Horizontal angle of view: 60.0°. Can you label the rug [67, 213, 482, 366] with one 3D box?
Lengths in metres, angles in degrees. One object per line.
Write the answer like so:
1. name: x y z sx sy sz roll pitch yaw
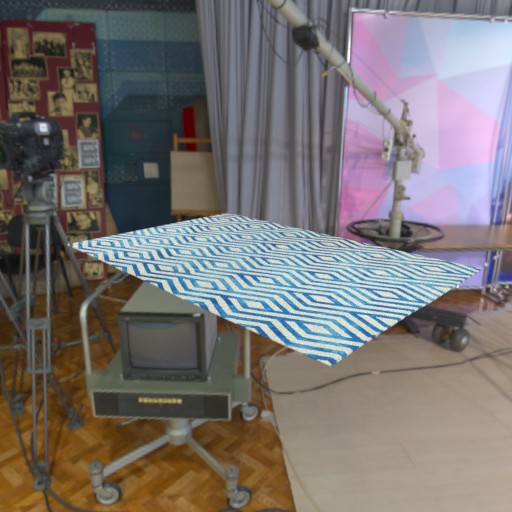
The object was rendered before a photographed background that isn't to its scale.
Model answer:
1. rug: 0.000 0.000 2.323 1.830 0.008 1.225 17 24 42
